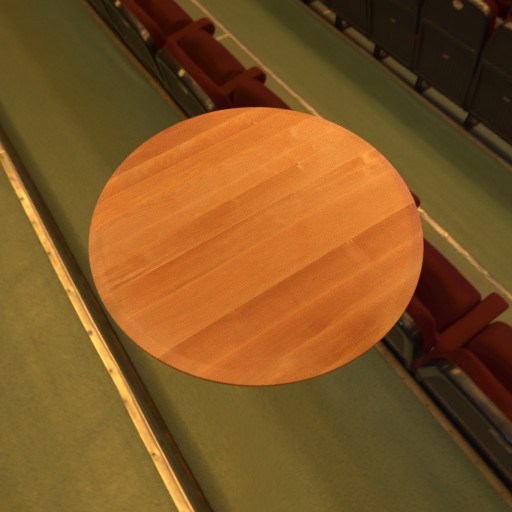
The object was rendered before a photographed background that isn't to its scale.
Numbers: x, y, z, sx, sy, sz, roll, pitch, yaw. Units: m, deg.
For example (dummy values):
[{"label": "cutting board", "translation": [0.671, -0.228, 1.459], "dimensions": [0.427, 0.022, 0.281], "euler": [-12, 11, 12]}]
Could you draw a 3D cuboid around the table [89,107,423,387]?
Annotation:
[{"label": "table", "translation": [0.000, 0.000, 1.379], "dimensions": [0.900, 0.400, 0.900], "euler": [0, 59, 0]}]
